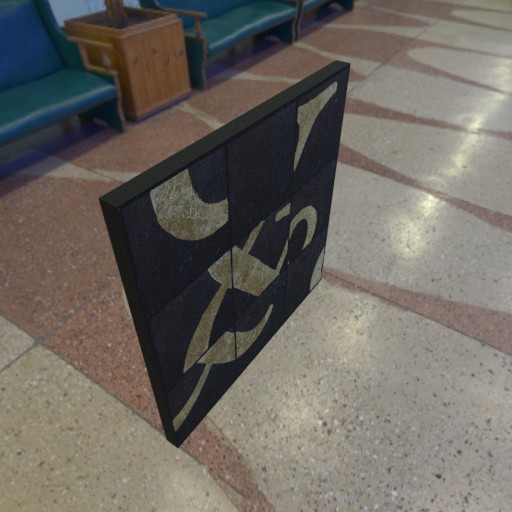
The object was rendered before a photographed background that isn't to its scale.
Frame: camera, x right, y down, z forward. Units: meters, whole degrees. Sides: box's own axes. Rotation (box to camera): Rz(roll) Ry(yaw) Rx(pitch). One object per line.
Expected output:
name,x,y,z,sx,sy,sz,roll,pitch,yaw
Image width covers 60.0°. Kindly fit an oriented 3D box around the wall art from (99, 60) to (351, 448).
wall art,0.000,0.000,1.133,0.044,0.758,0.758,25,47,26
